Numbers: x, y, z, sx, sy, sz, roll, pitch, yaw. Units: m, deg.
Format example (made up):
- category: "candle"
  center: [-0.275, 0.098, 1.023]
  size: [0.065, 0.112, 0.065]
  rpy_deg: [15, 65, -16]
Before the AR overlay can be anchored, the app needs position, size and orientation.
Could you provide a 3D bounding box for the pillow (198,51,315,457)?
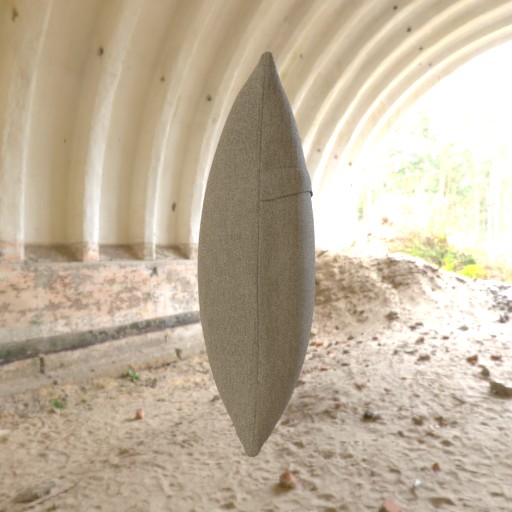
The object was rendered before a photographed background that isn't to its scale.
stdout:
- category: "pillow"
  center: [0.000, 0.000, 0.683]
  size: [0.173, 0.436, 0.433]
  rpy_deg: [0, 0, -1]
